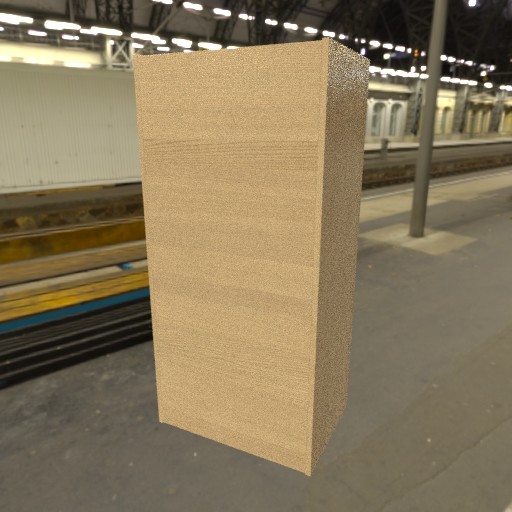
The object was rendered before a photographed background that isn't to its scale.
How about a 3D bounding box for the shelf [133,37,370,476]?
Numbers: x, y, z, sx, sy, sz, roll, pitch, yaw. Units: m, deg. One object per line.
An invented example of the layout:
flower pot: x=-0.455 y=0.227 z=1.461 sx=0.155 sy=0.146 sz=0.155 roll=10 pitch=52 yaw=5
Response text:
shelf: x=0.000 y=0.000 z=1.062 sx=0.417 sy=0.876 sz=0.292 roll=8 pitch=18 yaw=26
